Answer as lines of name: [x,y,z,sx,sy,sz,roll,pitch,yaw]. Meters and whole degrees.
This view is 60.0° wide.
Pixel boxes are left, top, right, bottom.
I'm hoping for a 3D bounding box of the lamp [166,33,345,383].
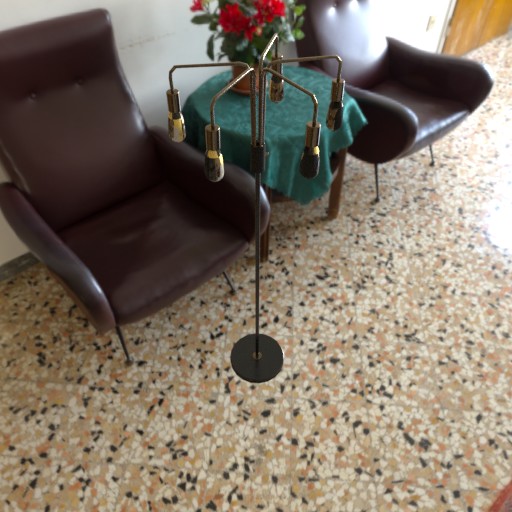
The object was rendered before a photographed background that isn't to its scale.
lamp: [0.000,0.000,1.977,0.572,1.721,0.599,10,47,9]
